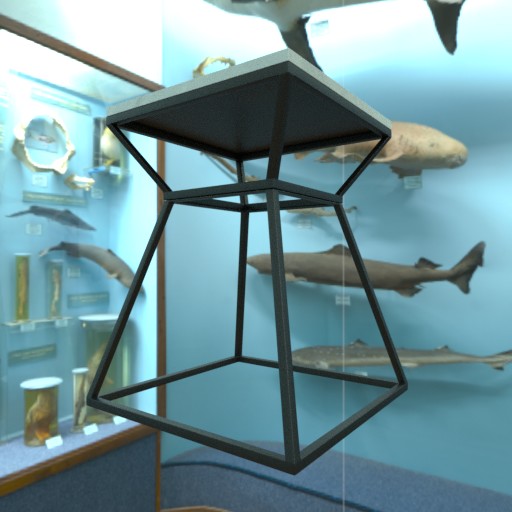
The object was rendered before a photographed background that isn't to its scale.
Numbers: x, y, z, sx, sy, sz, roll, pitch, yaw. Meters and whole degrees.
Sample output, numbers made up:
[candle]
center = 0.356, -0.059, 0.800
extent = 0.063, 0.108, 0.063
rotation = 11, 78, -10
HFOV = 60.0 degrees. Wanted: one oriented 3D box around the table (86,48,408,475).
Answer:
[table]
center = 0.000, 0.000, 0.878
extent = 0.455, 0.559, 0.455
rotation = 0, 0, 36
